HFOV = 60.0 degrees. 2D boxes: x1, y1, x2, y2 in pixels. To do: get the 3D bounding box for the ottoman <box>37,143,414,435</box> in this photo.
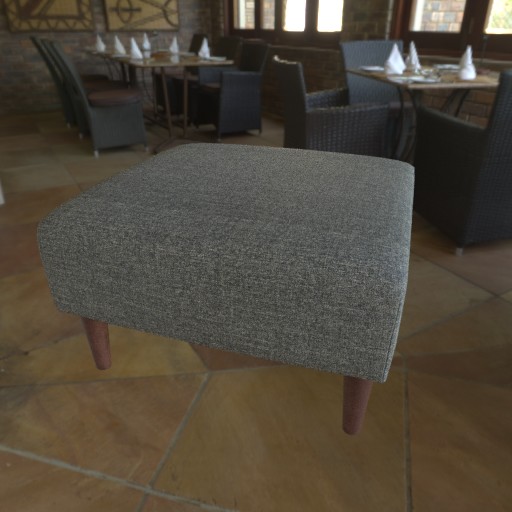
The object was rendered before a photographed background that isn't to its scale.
[{"bbox_3d":[0.000,0.000,1.040,0.655,0.399,0.648,9,29,16],"label":"ottoman"}]
